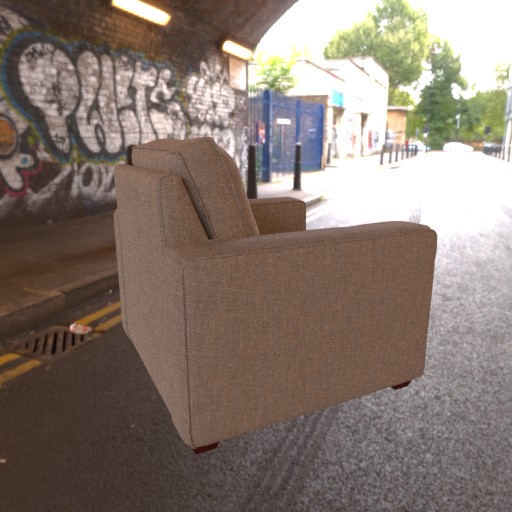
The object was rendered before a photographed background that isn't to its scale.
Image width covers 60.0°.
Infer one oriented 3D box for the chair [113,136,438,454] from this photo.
[{"bbox_3d":[0.000,0.000,1.771,0.940,0.914,1.016,-7,16,-26],"label":"chair"}]
